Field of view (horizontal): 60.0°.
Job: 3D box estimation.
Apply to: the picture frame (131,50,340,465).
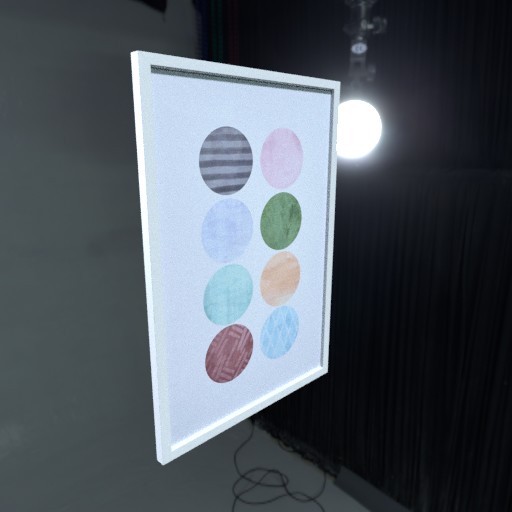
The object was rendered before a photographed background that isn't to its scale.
[{"bbox_3d":[0.000,0.000,0.555,0.305,0.434,0.013,-13,20,-42],"label":"picture frame"}]
